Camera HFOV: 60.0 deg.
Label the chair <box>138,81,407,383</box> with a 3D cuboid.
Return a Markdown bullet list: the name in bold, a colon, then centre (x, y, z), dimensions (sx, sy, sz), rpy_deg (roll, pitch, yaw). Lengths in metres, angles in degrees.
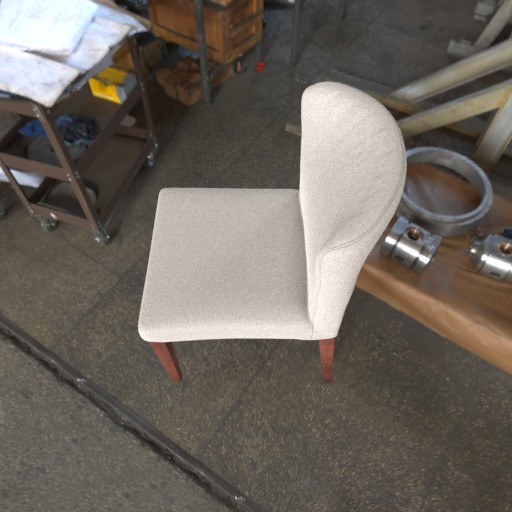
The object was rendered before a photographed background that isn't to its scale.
- **chair**: centre (0.000, 0.000, 1.220), dimensions (0.592, 0.839, 0.491), rpy_deg (0, 56, 0)
